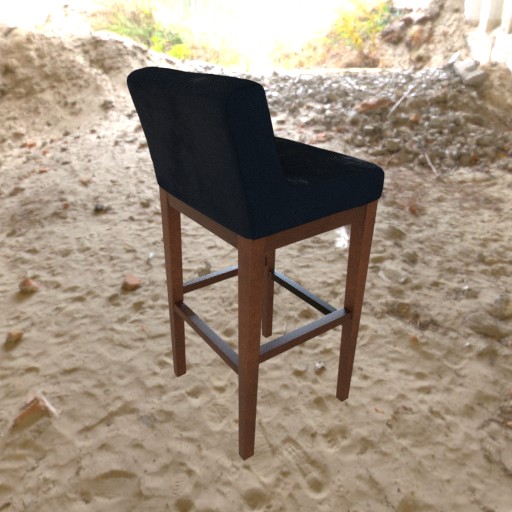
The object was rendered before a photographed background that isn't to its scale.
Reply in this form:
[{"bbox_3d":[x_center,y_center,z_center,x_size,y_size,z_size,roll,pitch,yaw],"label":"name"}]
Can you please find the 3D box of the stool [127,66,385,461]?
[{"bbox_3d":[0.000,0.000,1.324,0.500,1.037,0.511,-18,32,-31],"label":"stool"}]
